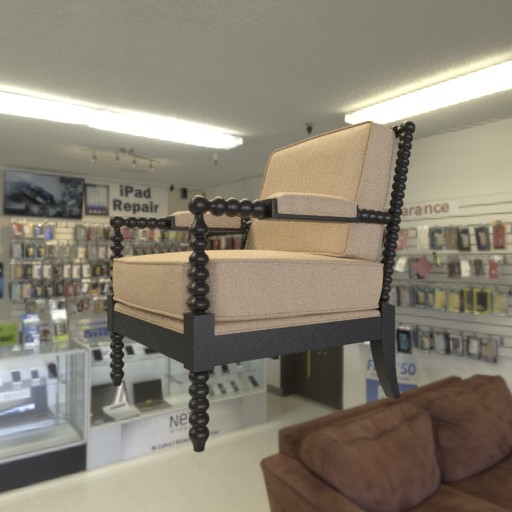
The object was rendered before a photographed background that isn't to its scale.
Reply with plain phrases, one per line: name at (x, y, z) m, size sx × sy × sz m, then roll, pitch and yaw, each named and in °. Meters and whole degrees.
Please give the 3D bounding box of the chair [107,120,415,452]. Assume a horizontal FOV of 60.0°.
chair at (0.000, 0.000, 1.171) m, size 0.657 × 0.703 × 0.555 m, roll 0°, pitch 0°, yaw -34°
